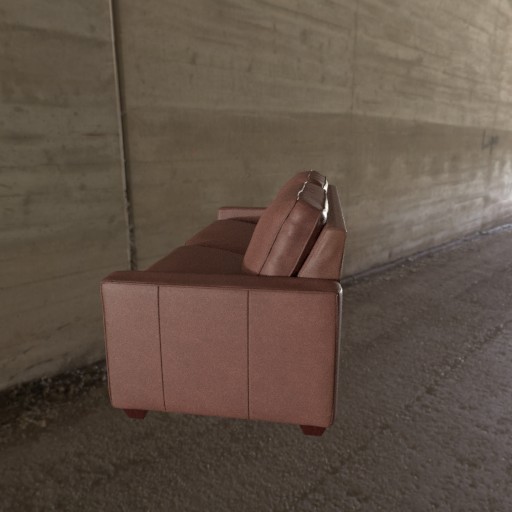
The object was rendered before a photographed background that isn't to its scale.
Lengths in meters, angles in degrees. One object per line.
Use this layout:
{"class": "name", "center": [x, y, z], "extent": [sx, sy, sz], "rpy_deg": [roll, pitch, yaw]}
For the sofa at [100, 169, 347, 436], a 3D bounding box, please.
{"class": "sofa", "center": [0.000, 0.000, 2.607], "extent": [0.940, 0.919, 2.080], "rpy_deg": [2, 14, 8]}
